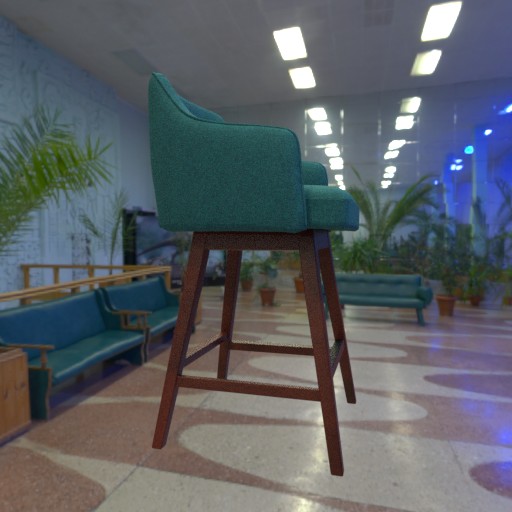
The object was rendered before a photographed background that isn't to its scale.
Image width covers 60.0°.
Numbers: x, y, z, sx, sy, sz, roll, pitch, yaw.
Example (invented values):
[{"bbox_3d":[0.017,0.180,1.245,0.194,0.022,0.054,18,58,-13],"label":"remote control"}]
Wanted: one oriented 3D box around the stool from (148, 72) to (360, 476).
[{"bbox_3d":[0.000,0.000,1.269,0.556,0.961,0.548,1,3,16],"label":"stool"}]
